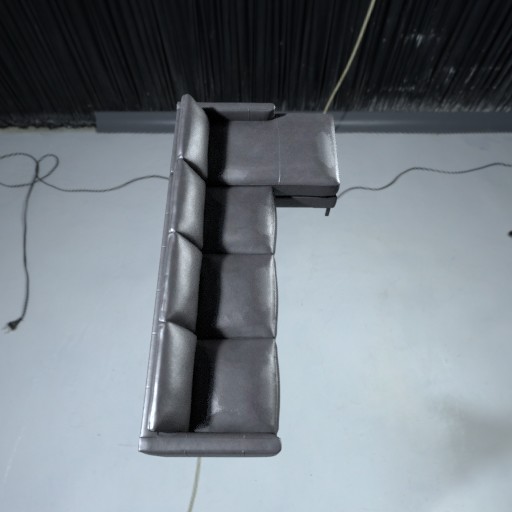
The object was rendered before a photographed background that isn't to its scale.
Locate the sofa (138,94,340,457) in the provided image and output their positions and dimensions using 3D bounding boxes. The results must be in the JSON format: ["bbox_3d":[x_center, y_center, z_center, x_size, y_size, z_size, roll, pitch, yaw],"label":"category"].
[{"bbox_3d":[0.000,0.000,3.617,1.471,0.859,2.993,0,63,0],"label":"sofa"}]
